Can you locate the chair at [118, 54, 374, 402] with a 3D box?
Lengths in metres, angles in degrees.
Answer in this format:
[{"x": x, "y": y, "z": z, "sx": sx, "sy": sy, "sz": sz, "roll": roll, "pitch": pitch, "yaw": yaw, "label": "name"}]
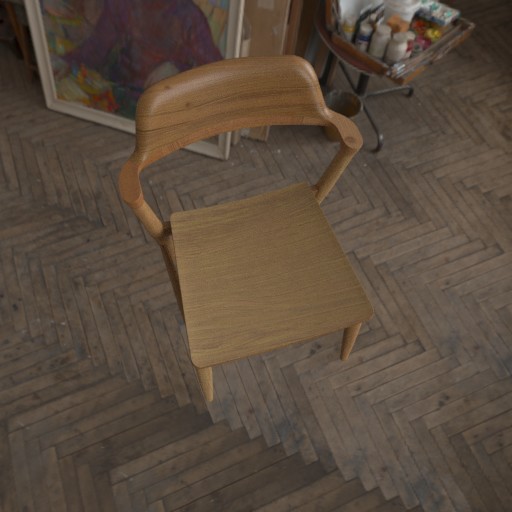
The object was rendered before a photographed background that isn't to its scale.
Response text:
[{"x": 0.000, "y": 0.000, "z": 1.119, "sx": 0.512, "sy": 0.792, "sz": 0.499, "roll": -15, "pitch": 65, "yaw": -7, "label": "chair"}]
